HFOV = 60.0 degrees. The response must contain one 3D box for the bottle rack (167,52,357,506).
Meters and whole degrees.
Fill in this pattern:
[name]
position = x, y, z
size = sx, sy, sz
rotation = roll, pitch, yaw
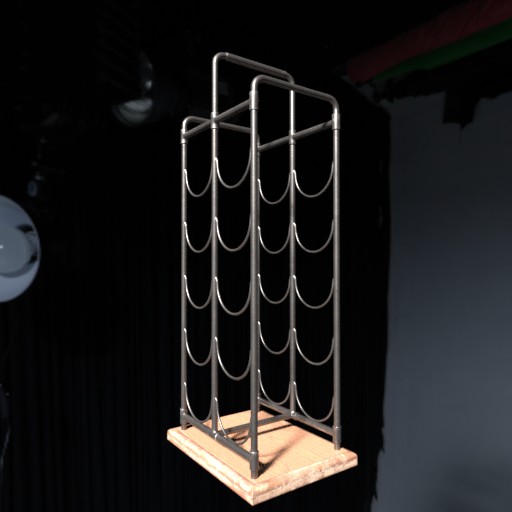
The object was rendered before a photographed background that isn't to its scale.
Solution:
[bottle rack]
position = 0.000, 0.000, 0.774
size = 0.208, 0.680, 0.276
rotation = 1, -1, -35
